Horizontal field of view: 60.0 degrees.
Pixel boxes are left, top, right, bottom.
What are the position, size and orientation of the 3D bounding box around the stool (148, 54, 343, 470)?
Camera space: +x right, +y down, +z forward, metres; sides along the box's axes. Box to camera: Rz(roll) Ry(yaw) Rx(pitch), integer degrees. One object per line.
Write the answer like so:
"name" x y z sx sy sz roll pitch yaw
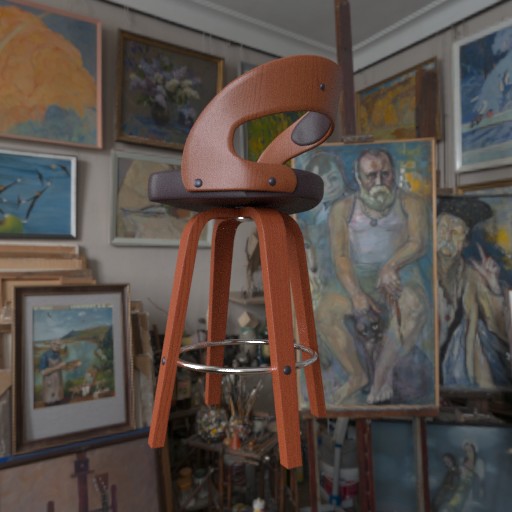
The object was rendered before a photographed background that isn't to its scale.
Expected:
"stool" 0.000 0.000 1.184 0.457 0.940 0.457 0 -1 18
